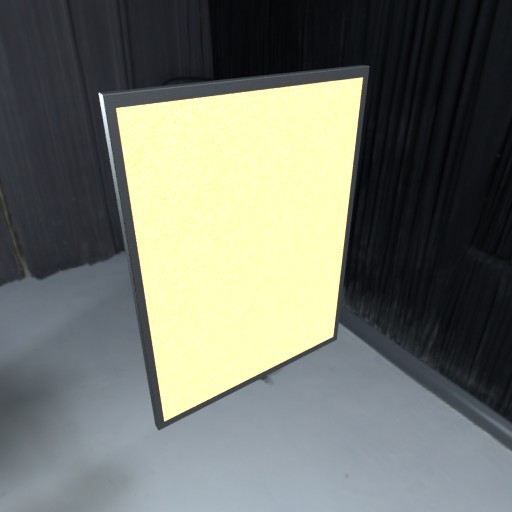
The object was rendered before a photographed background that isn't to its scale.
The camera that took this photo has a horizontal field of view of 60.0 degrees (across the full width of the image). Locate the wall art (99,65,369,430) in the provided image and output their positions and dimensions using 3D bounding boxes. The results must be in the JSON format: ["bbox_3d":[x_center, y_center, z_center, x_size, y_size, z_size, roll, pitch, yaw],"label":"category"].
[{"bbox_3d":[0.000,0.000,1.359,0.774,1.027,0.030,-19,35,-29],"label":"wall art"}]
